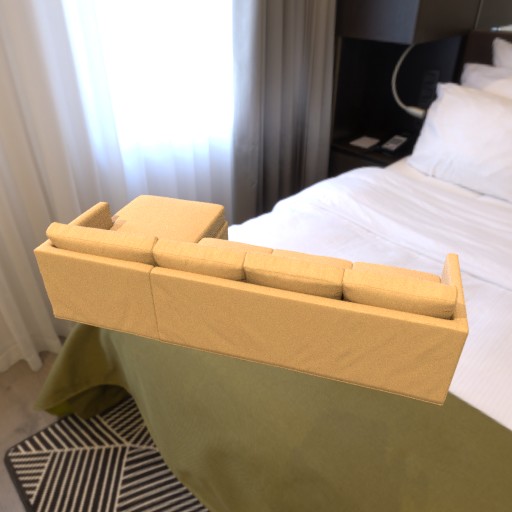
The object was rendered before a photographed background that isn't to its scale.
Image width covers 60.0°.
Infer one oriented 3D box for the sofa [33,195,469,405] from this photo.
[{"bbox_3d":[0.000,0.000,3.840,3.206,0.871,1.622,9,34,14],"label":"sofa"}]
